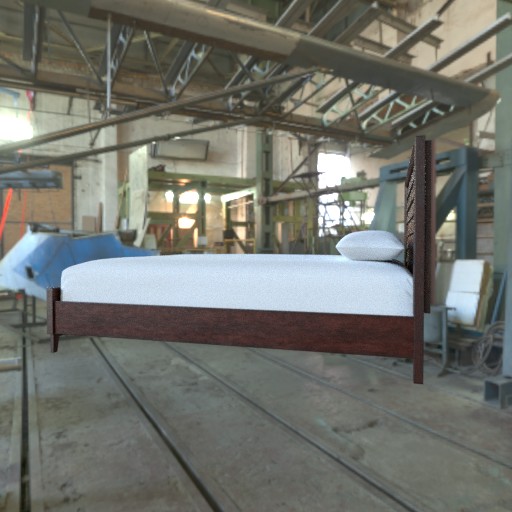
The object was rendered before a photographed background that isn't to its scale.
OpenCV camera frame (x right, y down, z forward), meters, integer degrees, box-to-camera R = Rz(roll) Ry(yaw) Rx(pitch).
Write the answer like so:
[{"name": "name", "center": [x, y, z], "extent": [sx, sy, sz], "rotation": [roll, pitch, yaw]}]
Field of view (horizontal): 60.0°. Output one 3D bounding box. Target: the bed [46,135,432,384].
[{"name": "bed", "center": [0.000, 0.000, 4.016], "extent": [2.803, 1.492, 2.040], "rotation": [0, 1, 17]}]
